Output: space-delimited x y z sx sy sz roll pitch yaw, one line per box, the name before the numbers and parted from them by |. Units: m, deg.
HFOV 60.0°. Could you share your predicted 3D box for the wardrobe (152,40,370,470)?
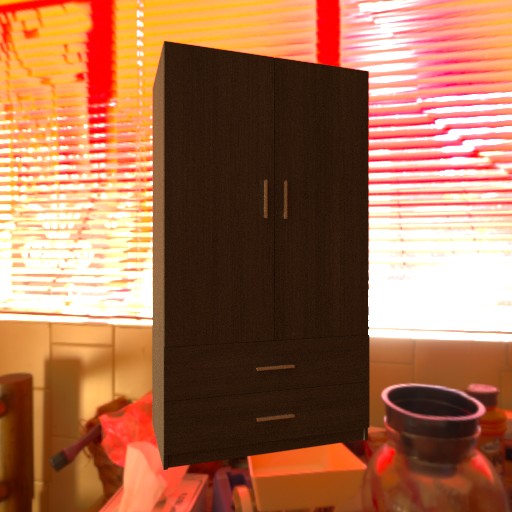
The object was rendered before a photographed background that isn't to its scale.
wardrobe | 0.000 0.000 2.268 0.991 1.808 0.577 0 0 -18
